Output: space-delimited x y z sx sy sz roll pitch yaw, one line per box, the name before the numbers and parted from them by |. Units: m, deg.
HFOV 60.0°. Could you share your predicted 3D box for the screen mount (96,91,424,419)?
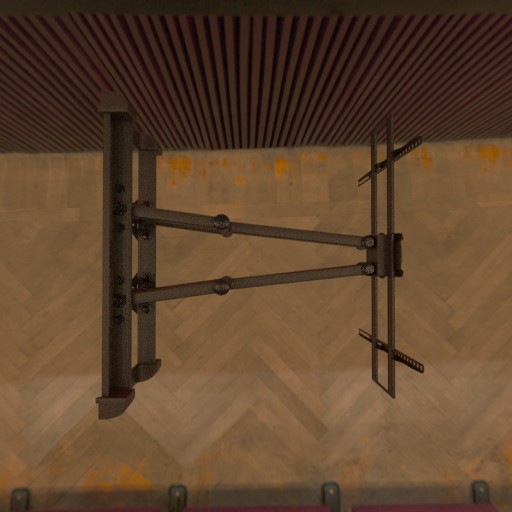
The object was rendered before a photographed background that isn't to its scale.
screen mount | 0.000 0.000 1.096 0.644 0.491 0.661 0 89 -1
